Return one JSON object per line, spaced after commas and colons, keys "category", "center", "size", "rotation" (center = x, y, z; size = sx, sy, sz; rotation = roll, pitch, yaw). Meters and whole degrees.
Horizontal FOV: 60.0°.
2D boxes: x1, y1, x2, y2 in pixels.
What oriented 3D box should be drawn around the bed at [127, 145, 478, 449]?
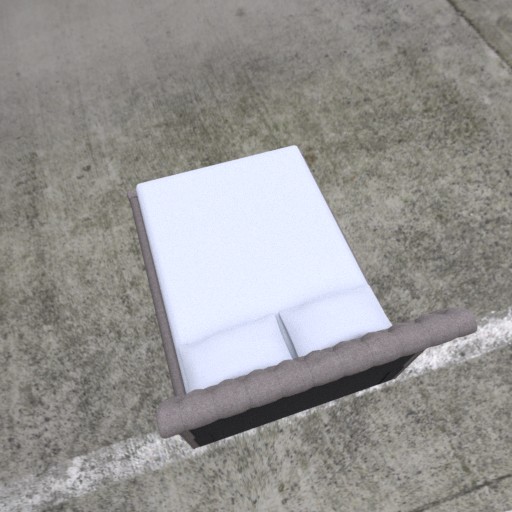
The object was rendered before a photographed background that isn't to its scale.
{"category": "bed", "center": [0.000, 0.000, 3.215], "size": [1.645, 1.371, 2.252], "rotation": [-16, 61, -9]}
